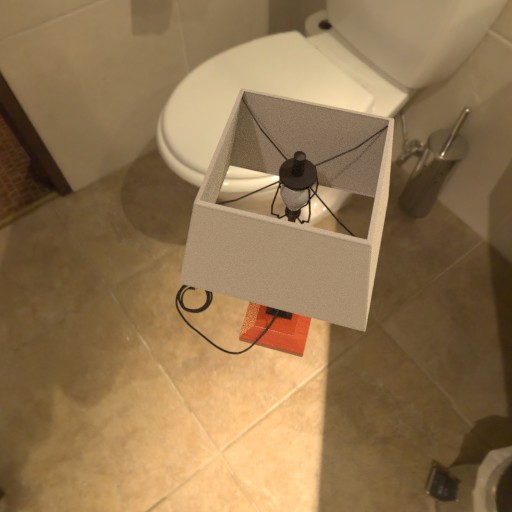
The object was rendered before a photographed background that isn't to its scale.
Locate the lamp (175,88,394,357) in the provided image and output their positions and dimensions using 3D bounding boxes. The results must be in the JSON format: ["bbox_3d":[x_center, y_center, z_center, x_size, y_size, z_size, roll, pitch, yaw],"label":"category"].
[{"bbox_3d":[0.000,0.000,1.005,0.498,0.737,0.310,14,63,7],"label":"lamp"}]
